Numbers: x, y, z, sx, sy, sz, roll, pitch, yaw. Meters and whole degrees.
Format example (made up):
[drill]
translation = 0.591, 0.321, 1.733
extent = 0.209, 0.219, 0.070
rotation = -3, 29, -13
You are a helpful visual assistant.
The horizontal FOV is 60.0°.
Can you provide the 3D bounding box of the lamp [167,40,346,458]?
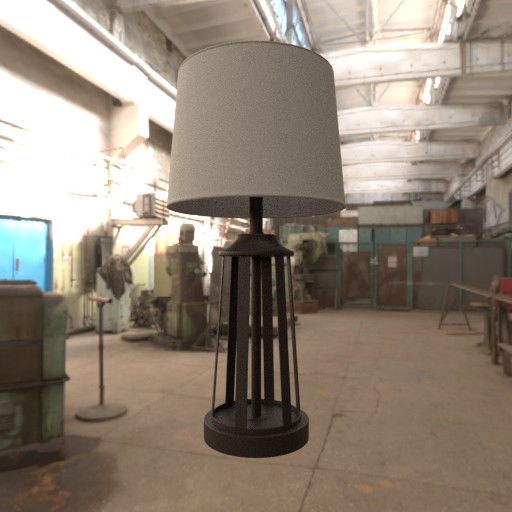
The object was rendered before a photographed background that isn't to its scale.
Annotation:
[lamp]
translation = 0.000, 0.000, 0.633
extent = 0.251, 0.509, 0.251
rotation = 0, -1, 0
